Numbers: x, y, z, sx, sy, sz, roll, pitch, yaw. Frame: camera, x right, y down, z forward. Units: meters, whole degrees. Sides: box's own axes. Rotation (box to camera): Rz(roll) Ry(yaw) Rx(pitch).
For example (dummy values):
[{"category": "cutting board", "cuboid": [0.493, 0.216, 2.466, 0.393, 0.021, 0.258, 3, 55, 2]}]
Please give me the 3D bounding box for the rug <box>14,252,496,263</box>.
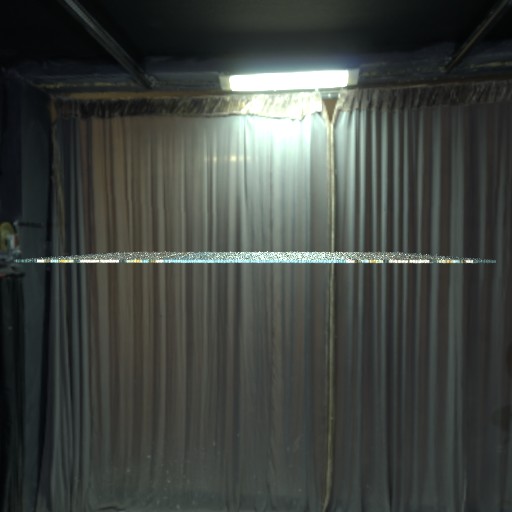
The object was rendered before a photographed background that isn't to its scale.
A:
[{"category": "rug", "cuboid": [0.000, 0.000, 2.268, 1.811, 0.010, 1.212, 0, 2, 1]}]
